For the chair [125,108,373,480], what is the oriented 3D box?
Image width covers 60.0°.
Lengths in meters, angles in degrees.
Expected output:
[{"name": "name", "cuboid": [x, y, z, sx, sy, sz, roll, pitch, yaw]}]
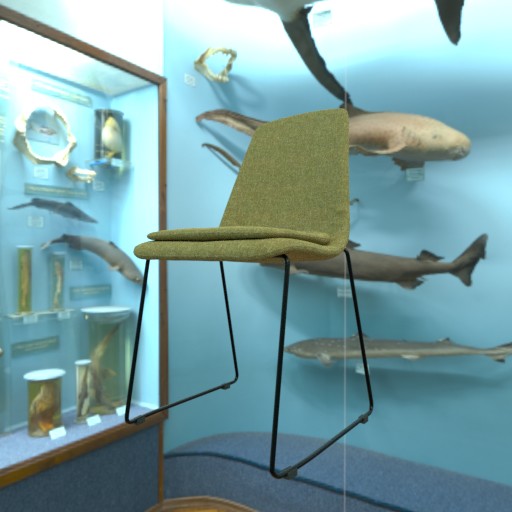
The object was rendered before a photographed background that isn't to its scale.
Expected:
[{"name": "chair", "cuboid": [0.000, 0.000, 1.147, 0.479, 0.849, 0.496, 1, 1, 36]}]
